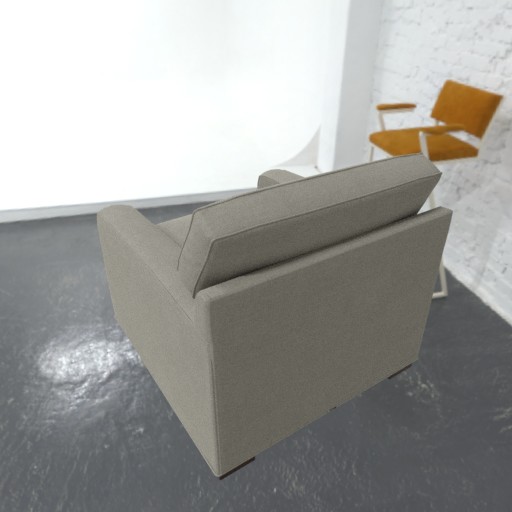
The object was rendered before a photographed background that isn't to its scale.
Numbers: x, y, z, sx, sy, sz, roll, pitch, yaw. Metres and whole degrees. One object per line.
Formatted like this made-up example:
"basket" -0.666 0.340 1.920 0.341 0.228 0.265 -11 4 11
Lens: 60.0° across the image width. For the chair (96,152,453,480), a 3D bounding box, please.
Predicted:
"chair" 0.000 0.000 1.830 0.999 0.934 1.044 -18 35 -29
